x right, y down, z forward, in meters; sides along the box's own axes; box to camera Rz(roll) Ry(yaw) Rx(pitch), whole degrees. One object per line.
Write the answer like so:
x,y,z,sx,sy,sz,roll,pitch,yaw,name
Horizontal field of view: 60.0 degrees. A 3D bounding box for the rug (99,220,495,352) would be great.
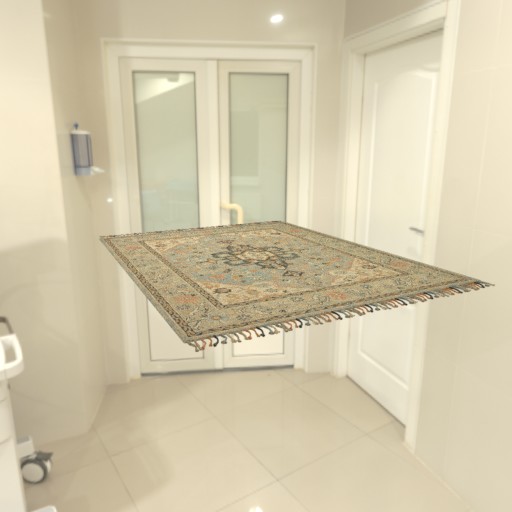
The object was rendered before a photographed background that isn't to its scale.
0.000,0.000,2.229,1.278,0.009,1.730,-7,16,-26,rug
